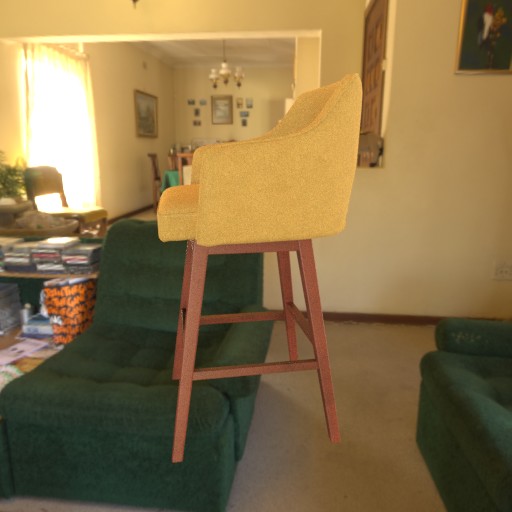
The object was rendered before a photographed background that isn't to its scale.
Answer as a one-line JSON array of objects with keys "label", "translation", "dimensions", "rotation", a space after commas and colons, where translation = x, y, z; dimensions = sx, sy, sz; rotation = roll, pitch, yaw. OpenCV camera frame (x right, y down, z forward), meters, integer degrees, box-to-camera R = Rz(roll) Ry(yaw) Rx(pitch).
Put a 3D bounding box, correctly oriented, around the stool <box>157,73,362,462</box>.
[{"label": "stool", "translation": [0.000, 0.000, 1.346], "dimensions": [0.558, 1.012, 0.548], "rotation": [-2, 14, -10]}]
